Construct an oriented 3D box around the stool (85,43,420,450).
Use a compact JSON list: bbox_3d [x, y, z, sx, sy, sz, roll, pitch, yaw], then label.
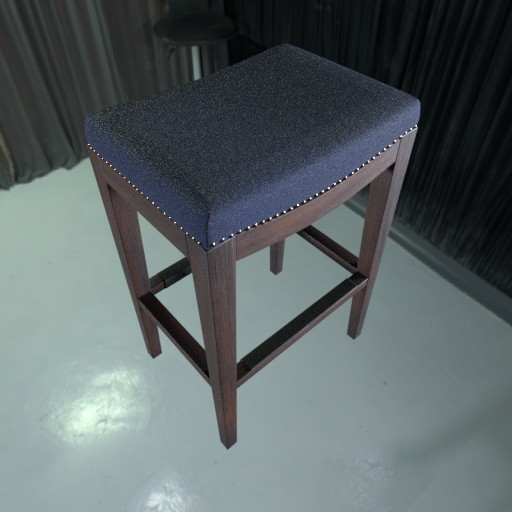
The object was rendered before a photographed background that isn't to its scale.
[{"bbox_3d":[0.000,0.000,1.007,0.498,0.740,0.358,-33,54,-27],"label":"stool"}]
